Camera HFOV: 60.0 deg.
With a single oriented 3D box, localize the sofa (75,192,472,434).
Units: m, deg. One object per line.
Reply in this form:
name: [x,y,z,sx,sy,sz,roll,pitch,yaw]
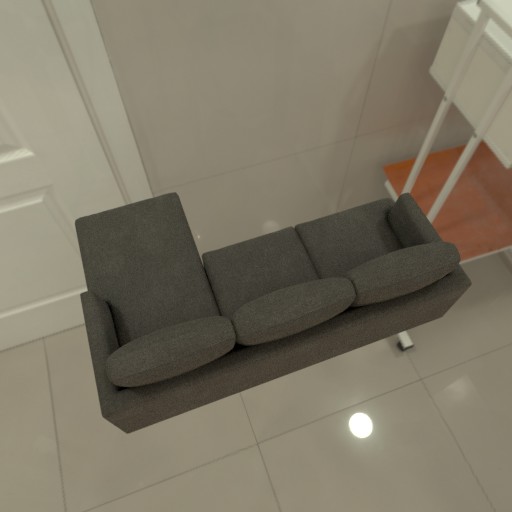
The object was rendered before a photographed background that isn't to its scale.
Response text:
sofa: [0.000,0.000,2.992,2.233,0.956,1.504,-18,61,-10]
